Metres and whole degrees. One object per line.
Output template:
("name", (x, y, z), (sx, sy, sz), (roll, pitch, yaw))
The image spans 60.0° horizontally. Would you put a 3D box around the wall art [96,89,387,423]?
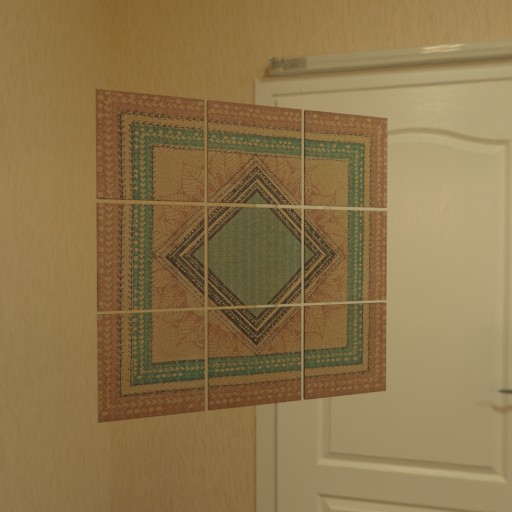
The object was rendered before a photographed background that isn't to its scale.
("wall art", (0.000, 0.000, 1.797), (1.215, 1.213, 0.013), (0, 1, -17))
